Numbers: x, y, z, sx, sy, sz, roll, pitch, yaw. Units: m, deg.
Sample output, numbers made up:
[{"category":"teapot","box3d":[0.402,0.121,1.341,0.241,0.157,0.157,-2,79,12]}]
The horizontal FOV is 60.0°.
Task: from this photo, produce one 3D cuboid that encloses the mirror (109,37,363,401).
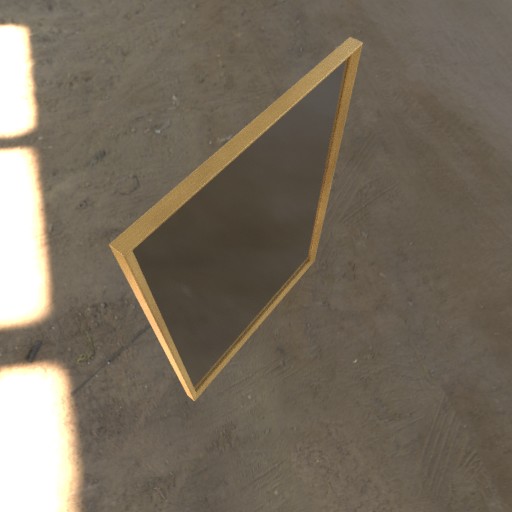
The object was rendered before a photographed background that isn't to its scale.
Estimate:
[{"category":"mirror","box3d":[0.000,0.000,1.339,0.041,1.016,0.762,34,65,19]}]
